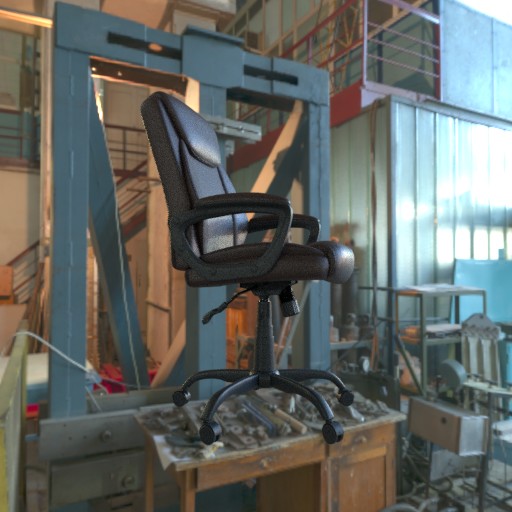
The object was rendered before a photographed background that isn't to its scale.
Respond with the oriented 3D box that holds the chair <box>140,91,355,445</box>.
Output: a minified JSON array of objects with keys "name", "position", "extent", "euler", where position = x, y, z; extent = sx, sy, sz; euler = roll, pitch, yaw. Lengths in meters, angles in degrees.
[{"name":"chair","position":[0.000,0.000,1.525],"extent":[0.655,1.072,0.615],"euler":[0,-2,17]}]
